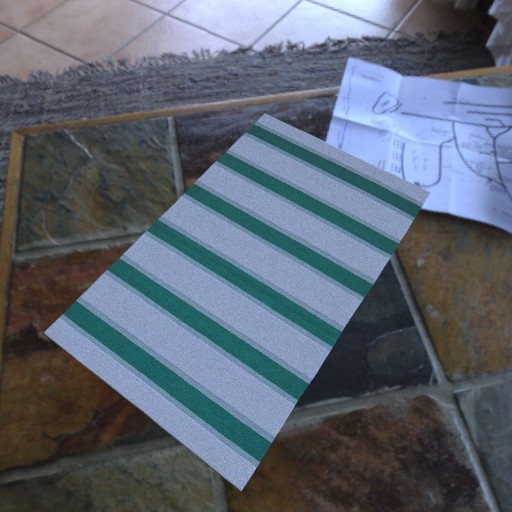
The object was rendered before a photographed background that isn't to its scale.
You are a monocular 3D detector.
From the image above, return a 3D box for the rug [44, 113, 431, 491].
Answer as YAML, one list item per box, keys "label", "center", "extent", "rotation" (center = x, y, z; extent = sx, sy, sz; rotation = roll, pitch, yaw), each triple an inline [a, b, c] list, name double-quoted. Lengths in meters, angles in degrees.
- label: "rug"
  center: [0.000, 0.000, 3.044]
  extent: [1.521, 0.015, 2.436]
  rotation: [31, 63, 17]
